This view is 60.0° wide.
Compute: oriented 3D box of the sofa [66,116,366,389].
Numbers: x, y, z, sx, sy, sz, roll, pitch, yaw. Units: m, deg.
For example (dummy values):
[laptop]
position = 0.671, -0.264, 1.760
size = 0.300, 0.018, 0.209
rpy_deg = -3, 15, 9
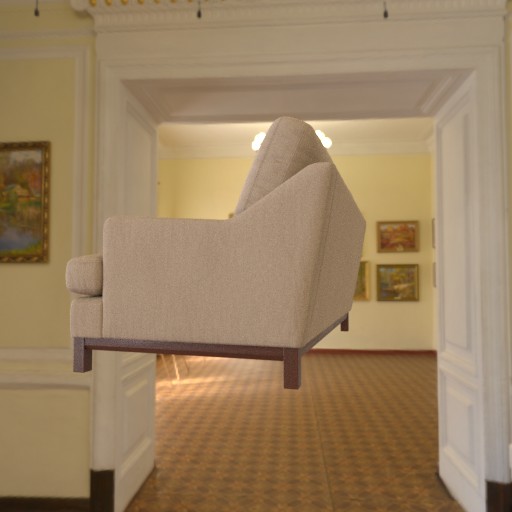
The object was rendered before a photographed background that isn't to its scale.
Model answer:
[sofa]
position = 0.000, 0.000, 2.255
size = 1.004, 0.910, 1.619
rpy_deg = -1, -3, 17
